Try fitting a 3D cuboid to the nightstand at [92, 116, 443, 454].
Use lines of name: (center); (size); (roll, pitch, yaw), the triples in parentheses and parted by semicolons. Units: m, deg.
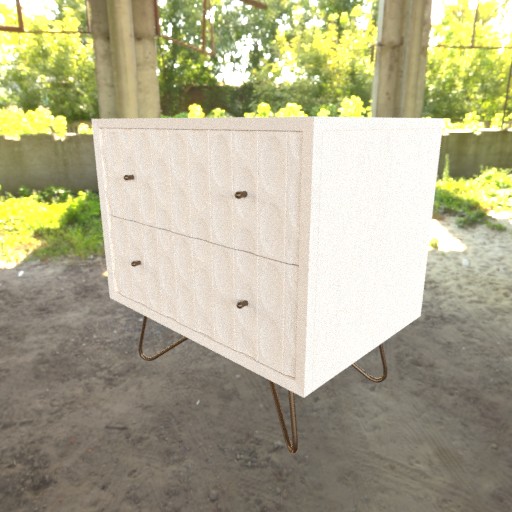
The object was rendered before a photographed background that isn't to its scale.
nightstand: (0.000, 0.000, 1.021); (0.614, 0.604, 0.447); (15, 23, 41)
